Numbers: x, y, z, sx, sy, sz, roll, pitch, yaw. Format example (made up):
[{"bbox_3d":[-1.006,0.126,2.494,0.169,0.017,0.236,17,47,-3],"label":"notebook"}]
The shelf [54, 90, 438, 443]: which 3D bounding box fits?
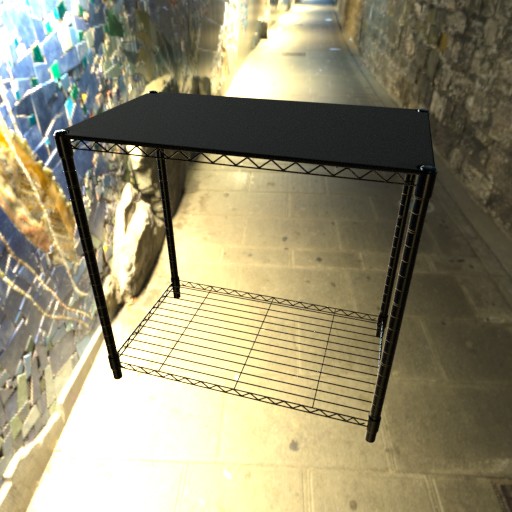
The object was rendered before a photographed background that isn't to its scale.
[{"bbox_3d":[0.000,0.000,0.924,0.589,0.564,0.338,9,33,14],"label":"shelf"}]
